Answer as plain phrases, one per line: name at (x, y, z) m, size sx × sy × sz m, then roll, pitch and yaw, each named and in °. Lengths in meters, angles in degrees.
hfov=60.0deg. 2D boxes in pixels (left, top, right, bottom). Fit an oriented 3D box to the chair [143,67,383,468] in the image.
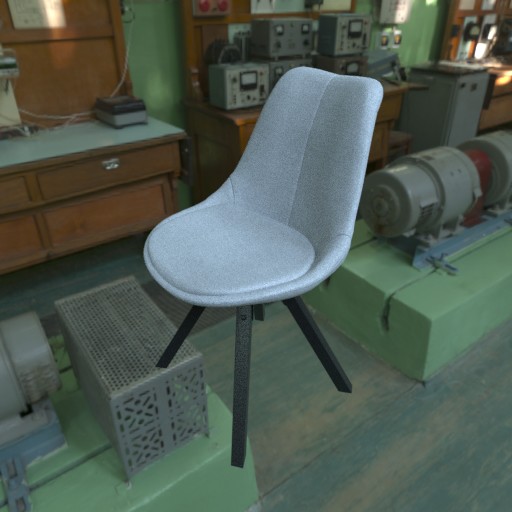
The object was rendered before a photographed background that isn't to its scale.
chair at (0.000, 0.000, 1.155) m, size 0.550 × 0.850 × 0.485 m, roll -22°, pitch 37°, yaw -32°
